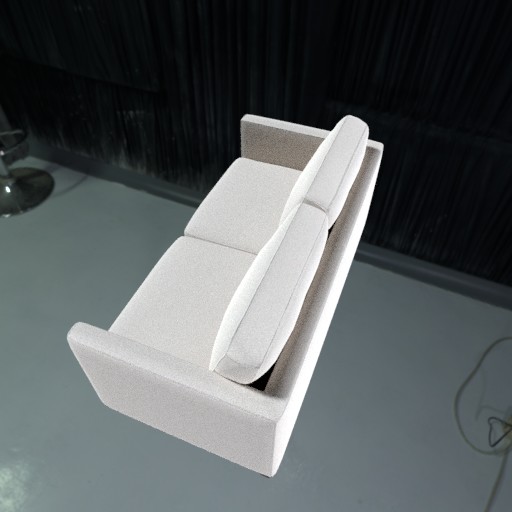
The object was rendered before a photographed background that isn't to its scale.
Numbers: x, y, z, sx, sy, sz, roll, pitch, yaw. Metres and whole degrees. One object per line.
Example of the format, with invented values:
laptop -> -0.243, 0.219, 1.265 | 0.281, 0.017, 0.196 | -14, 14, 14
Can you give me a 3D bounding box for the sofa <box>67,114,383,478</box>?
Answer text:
sofa -> 0.000, 0.000, 2.225 | 0.873, 0.888, 1.722 | 17, 50, 15
